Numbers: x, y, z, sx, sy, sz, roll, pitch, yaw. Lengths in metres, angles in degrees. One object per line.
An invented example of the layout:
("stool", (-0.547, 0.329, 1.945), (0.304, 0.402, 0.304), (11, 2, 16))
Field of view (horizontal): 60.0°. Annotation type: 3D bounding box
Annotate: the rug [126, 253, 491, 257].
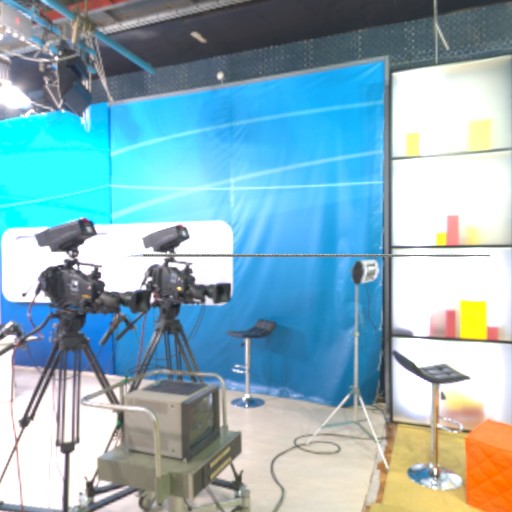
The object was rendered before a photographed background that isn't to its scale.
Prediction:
("rug", (0.000, 0.000, 2.853), (1.555, 0.011, 2.232), (0, 0, -18))
